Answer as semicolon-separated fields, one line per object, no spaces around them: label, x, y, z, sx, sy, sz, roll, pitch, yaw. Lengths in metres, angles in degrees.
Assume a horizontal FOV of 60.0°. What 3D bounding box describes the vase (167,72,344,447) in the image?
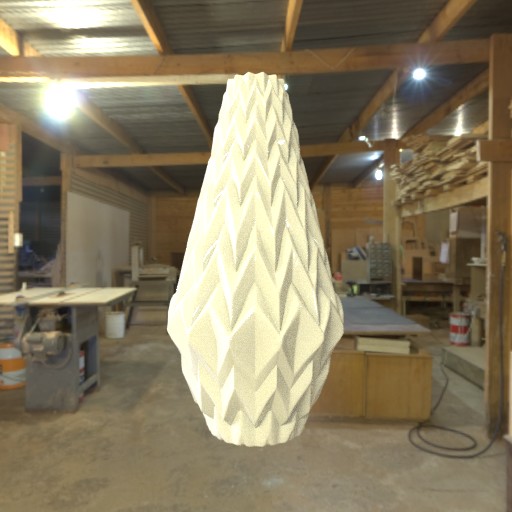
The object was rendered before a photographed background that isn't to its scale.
vase;0.000;0.000;0.424;0.167;0.328;0.167;0;1;0
